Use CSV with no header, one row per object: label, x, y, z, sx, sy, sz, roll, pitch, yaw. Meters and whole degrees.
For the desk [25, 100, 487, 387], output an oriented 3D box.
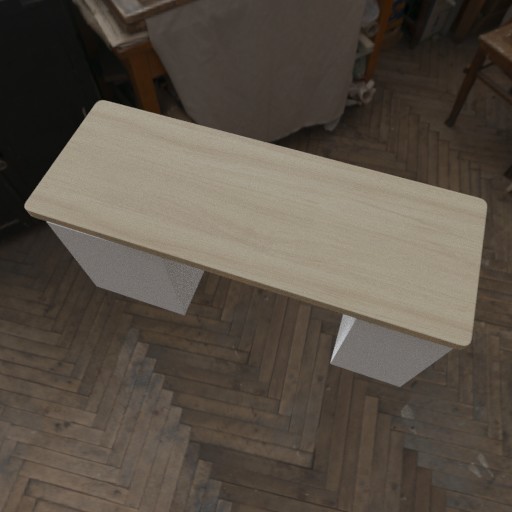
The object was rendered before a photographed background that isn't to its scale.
desk,0.000,0.000,1.849,1.500,0.755,0.550,17,63,9
